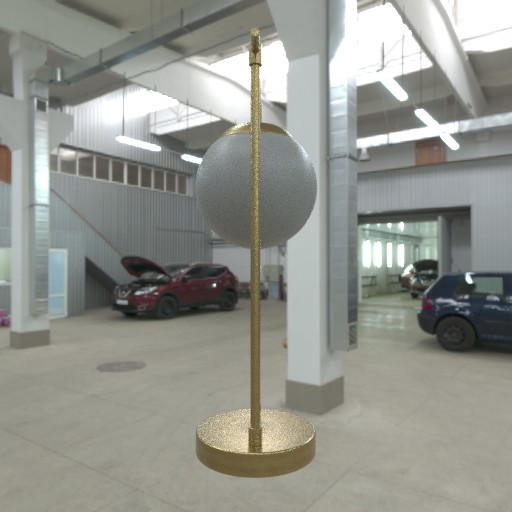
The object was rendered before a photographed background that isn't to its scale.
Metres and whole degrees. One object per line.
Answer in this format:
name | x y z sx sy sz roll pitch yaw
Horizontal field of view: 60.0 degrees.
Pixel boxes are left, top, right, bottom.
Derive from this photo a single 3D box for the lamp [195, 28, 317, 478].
lamp | 0.000 0.000 0.697 0.207 0.559 0.324 0 -1 0
